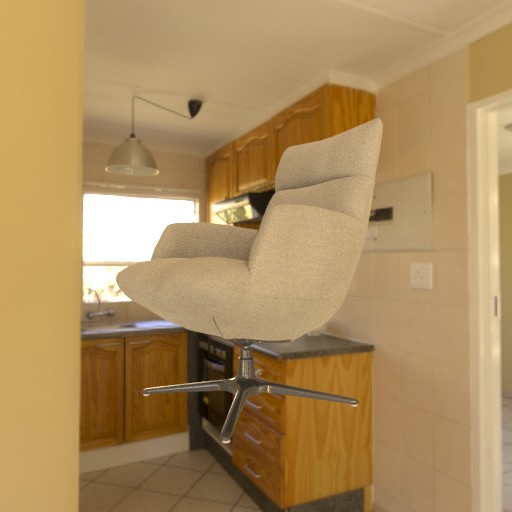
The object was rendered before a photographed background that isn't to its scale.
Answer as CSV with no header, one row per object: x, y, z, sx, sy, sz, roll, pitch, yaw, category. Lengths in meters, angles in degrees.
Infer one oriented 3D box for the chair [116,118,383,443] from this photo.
0.000,0.000,1.597,0.889,1.016,0.711,1,-1,-37,chair
